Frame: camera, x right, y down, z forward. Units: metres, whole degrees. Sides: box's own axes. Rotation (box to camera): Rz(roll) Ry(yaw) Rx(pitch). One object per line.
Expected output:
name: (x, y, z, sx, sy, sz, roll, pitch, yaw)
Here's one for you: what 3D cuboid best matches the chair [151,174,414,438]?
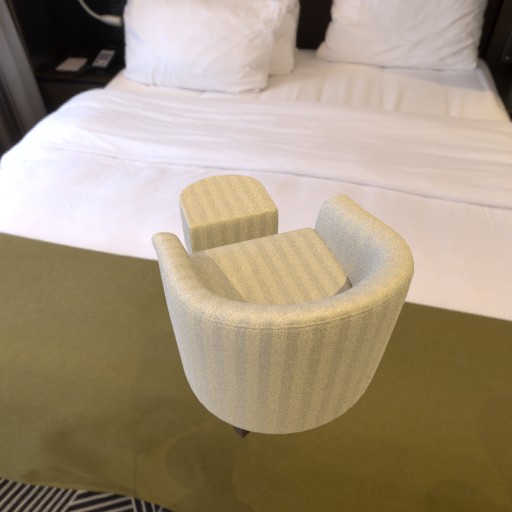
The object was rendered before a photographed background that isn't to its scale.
chair: (0.000, 0.000, 1.738, 0.756, 0.757, 1.288, -13, 44, -14)
